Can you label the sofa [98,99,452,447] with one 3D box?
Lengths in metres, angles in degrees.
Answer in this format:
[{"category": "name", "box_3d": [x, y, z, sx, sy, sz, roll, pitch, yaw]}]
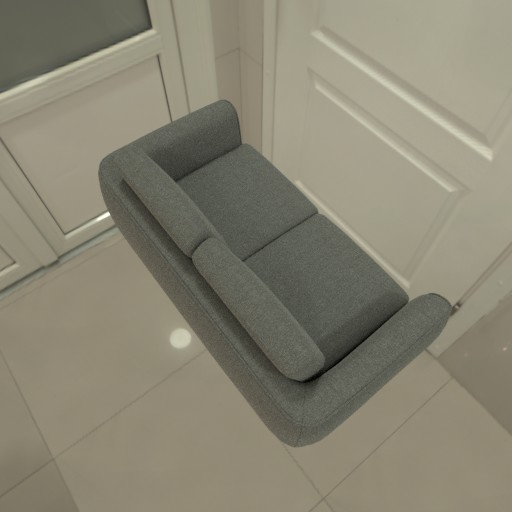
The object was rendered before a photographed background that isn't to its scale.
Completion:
[{"category": "sofa", "box_3d": [0.000, 0.000, 2.232, 0.920, 0.870, 1.700, -34, 65, -18]}]
